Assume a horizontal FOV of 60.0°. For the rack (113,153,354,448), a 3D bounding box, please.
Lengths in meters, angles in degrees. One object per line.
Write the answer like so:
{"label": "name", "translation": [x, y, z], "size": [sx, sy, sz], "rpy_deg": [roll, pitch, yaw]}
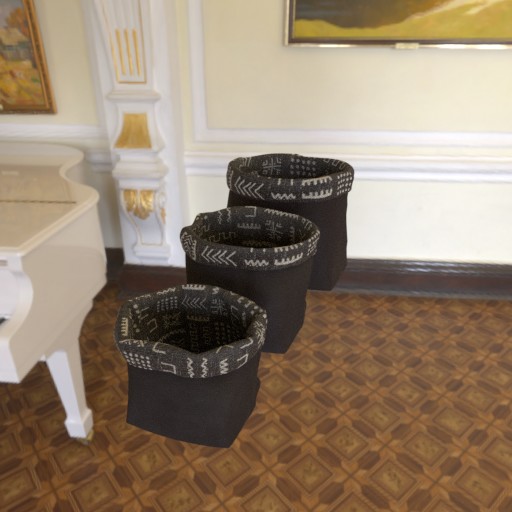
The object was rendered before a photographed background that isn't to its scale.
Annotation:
{"label": "rack", "translation": [0.000, 0.000, 1.075], "size": [0.379, 0.323, 0.905], "rpy_deg": [8, 27, 16]}
